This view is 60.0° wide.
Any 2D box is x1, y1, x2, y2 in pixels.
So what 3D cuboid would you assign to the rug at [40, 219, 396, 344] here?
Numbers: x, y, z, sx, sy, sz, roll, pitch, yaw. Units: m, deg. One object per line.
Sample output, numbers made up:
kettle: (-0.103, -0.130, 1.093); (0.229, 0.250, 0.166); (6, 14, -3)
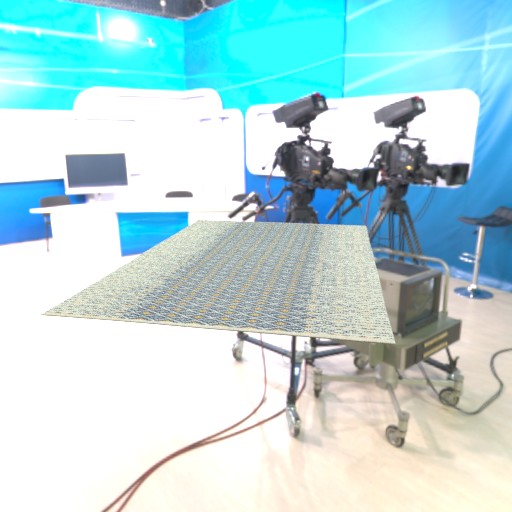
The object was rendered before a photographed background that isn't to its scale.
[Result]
rug: (0.000, 0.000, 2.335); (1.219, 0.005, 1.828); (3, 16, 10)
